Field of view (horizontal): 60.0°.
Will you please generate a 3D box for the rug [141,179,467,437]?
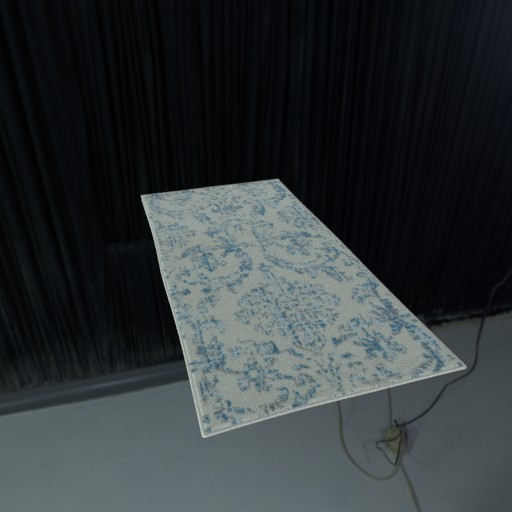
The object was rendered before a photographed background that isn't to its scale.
[{"bbox_3d":[0.000,0.000,1.413,0.605,0.007,1.220,-9,32,-15],"label":"rug"}]
